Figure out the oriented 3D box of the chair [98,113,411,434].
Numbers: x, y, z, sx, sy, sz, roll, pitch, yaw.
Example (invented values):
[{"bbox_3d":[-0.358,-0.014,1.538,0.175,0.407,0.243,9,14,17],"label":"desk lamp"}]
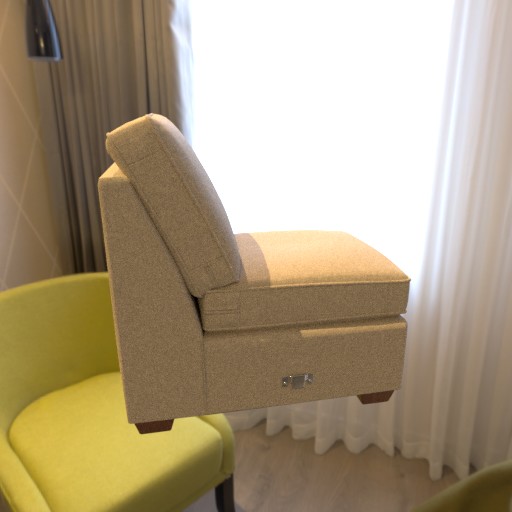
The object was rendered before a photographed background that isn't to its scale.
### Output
[{"bbox_3d":[0.000,0.000,1.726,1.020,1.058,0.674,-3,18,-11],"label":"chair"}]
